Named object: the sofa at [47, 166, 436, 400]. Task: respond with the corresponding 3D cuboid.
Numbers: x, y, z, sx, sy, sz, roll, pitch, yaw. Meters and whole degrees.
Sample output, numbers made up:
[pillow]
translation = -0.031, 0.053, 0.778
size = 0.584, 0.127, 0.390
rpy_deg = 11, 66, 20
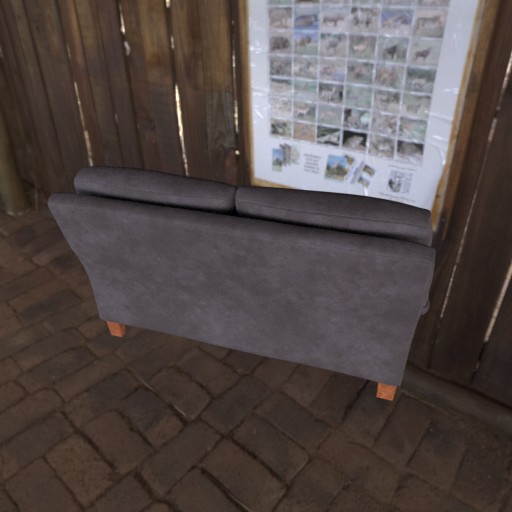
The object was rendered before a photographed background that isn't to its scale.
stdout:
[sofa]
translation = 0.000, 0.000, 2.559
size = 1.853, 1.101, 1.084
rpy_deg = 9, 33, 15
